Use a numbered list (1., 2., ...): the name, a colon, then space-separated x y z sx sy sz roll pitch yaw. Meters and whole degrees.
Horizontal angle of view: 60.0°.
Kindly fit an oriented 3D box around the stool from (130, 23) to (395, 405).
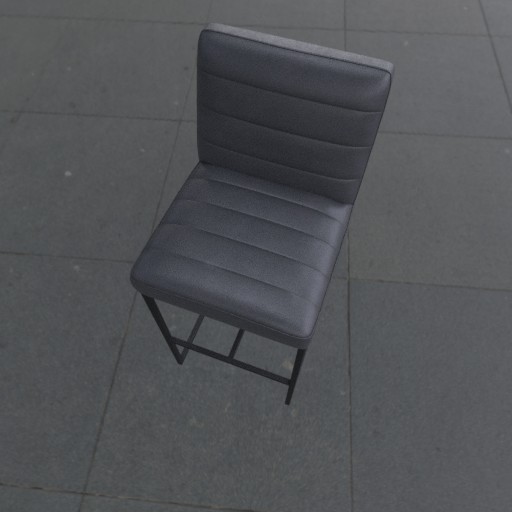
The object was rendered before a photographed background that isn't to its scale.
1. stool: 0.000 0.000 1.293 0.457 1.040 0.552 18 61 10
